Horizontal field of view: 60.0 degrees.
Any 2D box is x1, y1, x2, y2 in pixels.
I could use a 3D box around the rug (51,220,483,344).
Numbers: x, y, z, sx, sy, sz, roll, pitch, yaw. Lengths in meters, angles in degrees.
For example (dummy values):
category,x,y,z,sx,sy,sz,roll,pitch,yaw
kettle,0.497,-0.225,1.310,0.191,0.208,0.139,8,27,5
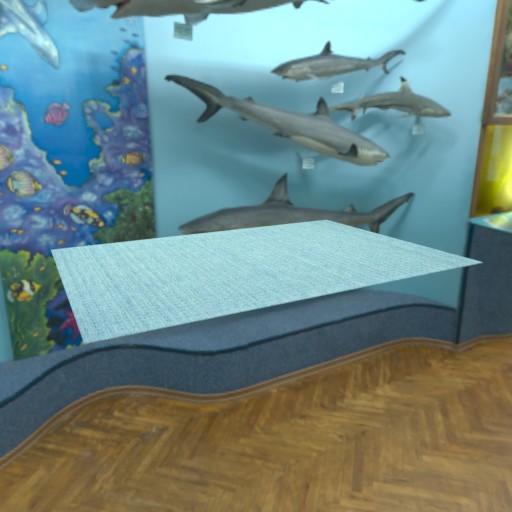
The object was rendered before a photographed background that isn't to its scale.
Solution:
category,x,y,z,sx,sy,sz,roll,pitch,yaw
rug,0.000,0.000,3.587,2.895,0.006,1.982,-8,17,-27
